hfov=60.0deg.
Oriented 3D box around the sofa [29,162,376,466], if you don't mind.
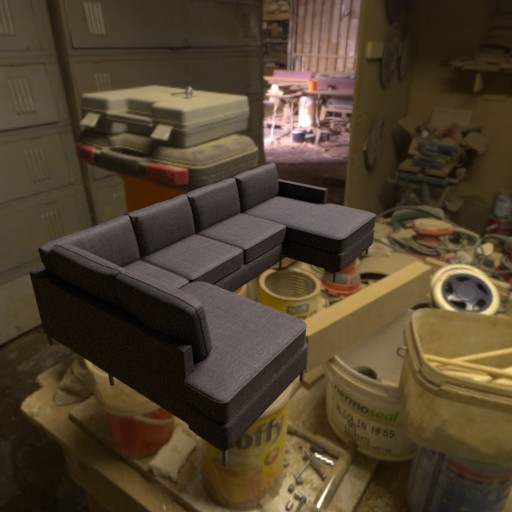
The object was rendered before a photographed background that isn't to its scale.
[{"bbox_3d":[0.000,0.000,4.295,2.048,0.999,3.423,18,31,32],"label":"sofa"}]
